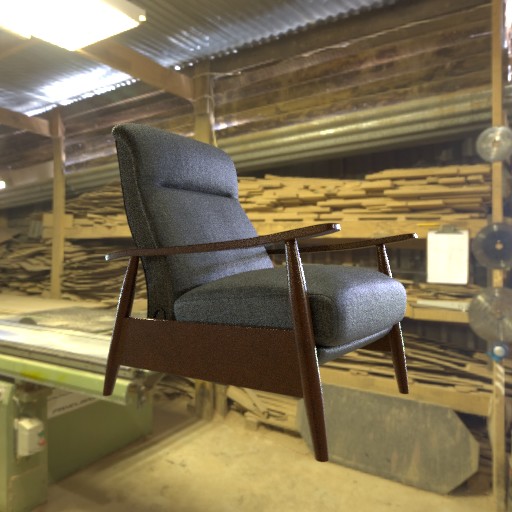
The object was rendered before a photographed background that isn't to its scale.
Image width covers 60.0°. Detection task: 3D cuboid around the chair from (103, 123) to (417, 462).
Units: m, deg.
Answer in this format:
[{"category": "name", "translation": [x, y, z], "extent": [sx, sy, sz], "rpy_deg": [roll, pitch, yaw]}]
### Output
[{"category": "chair", "translation": [0.000, 0.000, 1.743], "extent": [1.030, 1.082, 0.762], "rpy_deg": [0, 0, 36]}]
